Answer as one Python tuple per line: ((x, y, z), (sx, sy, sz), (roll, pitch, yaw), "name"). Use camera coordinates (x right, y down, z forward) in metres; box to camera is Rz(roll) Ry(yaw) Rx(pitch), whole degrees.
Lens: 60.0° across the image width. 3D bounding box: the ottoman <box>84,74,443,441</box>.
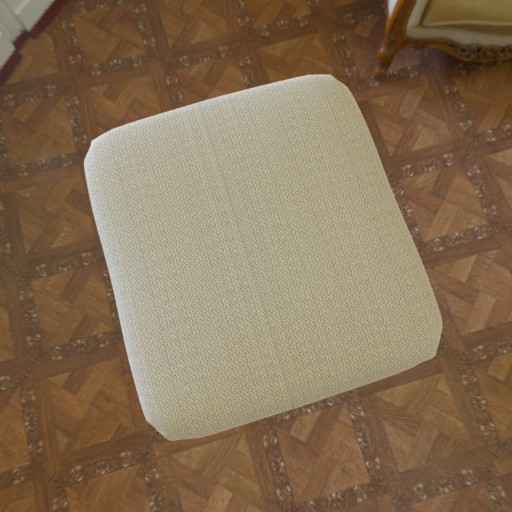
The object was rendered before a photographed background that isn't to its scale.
((0.000, 0.000, 1.057), (0.622, 0.447, 0.684), (-17, 77, -4), "ottoman")
